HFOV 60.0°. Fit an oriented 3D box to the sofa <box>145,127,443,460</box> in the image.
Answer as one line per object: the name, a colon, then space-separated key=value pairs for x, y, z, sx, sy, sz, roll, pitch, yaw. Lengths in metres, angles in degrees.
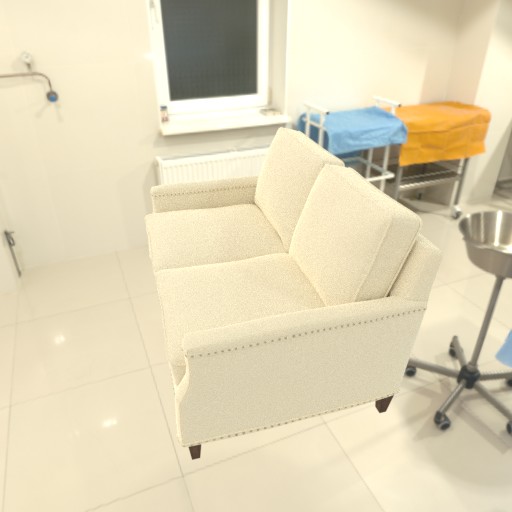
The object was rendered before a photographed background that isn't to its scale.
sofa: x=0.000 y=0.000 z=2.353 sx=1.084 sy=1.003 sz=1.597 roll=-8 pitch=32 yaw=-14
